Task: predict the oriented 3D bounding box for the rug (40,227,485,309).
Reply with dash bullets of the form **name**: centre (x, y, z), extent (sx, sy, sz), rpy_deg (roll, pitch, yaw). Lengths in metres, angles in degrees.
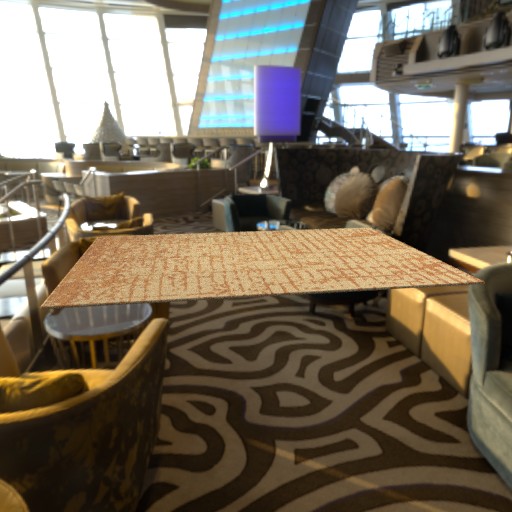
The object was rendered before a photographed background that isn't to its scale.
- **rug**: centre (0.000, 0.000, 2.369), extent (1.829, 0.011, 1.219), rpy_deg (-2, 15, -9)
